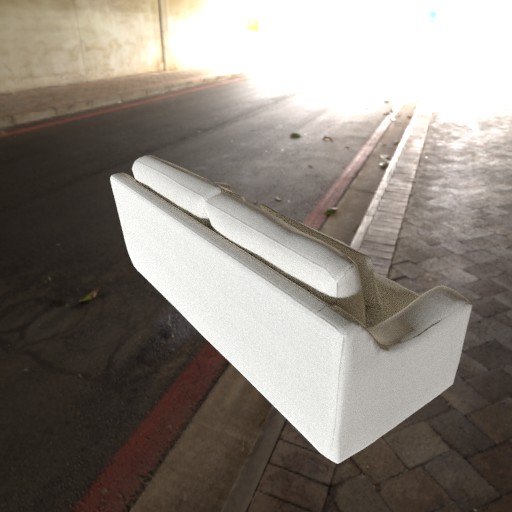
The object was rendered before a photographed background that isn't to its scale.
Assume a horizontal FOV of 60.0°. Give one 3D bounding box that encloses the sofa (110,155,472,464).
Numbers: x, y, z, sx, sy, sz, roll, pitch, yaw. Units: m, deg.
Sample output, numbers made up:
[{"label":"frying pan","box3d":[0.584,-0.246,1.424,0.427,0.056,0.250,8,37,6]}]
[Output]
[{"label":"sofa","box3d":[0.000,0.000,2.914,1.009,1.022,2.470,-18,32,-31]}]
